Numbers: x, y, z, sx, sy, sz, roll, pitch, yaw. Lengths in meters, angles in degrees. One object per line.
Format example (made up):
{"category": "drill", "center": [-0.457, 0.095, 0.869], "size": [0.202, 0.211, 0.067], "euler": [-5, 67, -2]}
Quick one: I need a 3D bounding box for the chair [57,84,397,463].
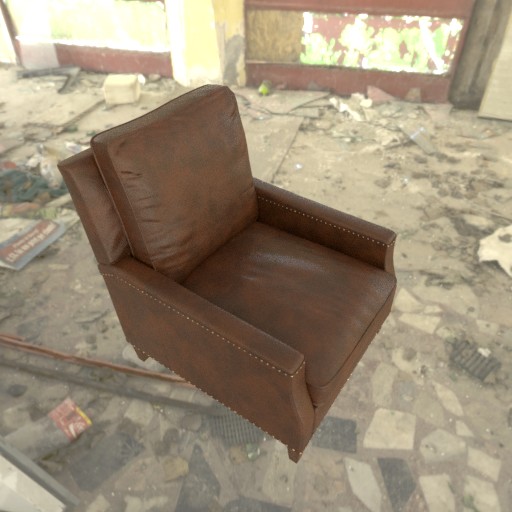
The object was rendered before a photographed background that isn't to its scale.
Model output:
{"category": "chair", "center": [0.000, 0.000, 1.788], "size": [1.035, 1.054, 0.854], "euler": [24, 46, 26]}
